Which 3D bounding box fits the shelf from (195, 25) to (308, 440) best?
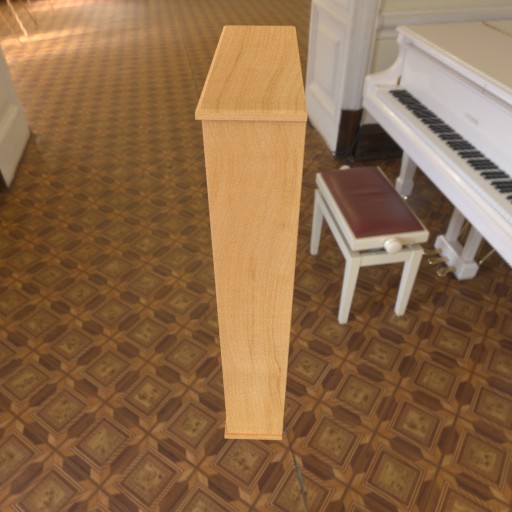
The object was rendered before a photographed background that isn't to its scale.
[{"bbox_3d":[0.000,0.000,1.213,0.175,1.030,0.520,1,41,1],"label":"shelf"}]
